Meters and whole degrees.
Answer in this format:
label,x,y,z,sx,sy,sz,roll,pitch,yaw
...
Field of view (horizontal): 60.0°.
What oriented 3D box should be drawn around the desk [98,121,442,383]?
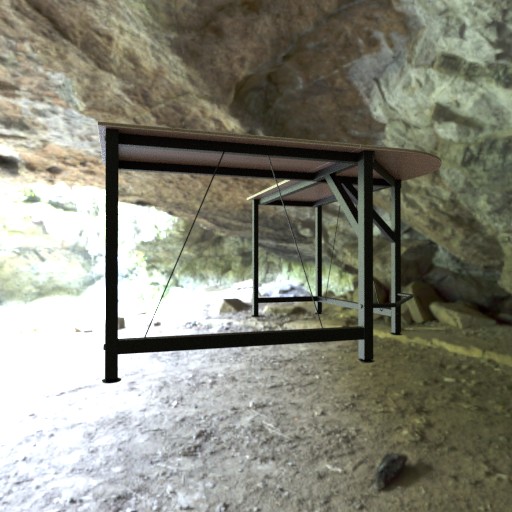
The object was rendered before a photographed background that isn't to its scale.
label,x,y,z,sx,sy,sz,roll,pitch,yaw
desk,0.000,0.000,2.153,1.400,0.762,1.400,0,-1,-18
